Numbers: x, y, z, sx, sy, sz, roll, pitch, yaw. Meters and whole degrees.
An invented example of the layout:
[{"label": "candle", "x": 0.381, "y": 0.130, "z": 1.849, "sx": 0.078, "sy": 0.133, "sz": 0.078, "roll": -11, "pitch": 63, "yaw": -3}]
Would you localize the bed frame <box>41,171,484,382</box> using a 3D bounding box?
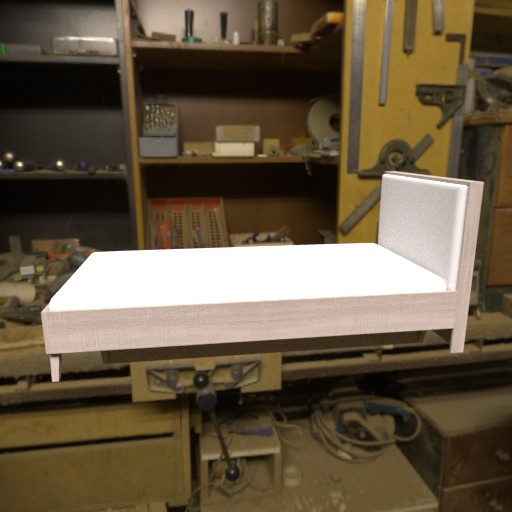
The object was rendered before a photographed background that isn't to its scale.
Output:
[{"label": "bed frame", "x": 0.000, "y": 0.000, "z": 2.632, "sx": 2.140, "sy": 0.920, "sz": 0.990, "roll": -2, "pitch": 14, "yaw": -8}]
